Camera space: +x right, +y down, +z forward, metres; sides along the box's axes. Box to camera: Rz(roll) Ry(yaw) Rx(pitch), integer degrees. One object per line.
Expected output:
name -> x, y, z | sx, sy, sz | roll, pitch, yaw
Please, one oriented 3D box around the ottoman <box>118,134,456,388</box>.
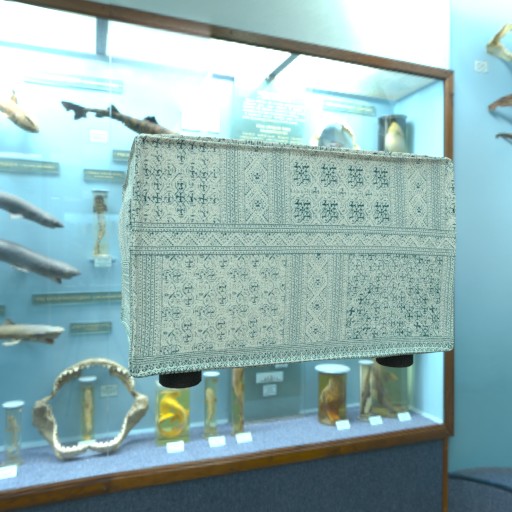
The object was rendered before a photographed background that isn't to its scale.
ottoman -> 0.000, 0.000, 1.051 | 0.626, 0.439, 0.617 | 0, 0, -18
